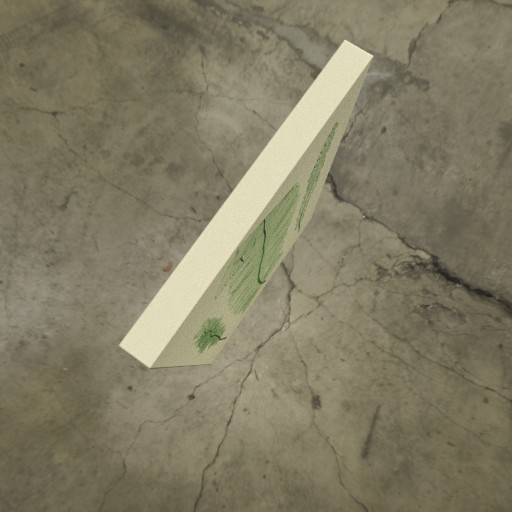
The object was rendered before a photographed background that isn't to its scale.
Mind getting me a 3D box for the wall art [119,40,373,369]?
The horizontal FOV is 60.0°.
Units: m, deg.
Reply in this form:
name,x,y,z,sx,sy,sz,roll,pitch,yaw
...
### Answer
name,x,y,z,sx,sy,sz,roll,pitch,yaw
wall art,0.000,0.000,0.763,0.038,0.608,0.418,34,79,7
